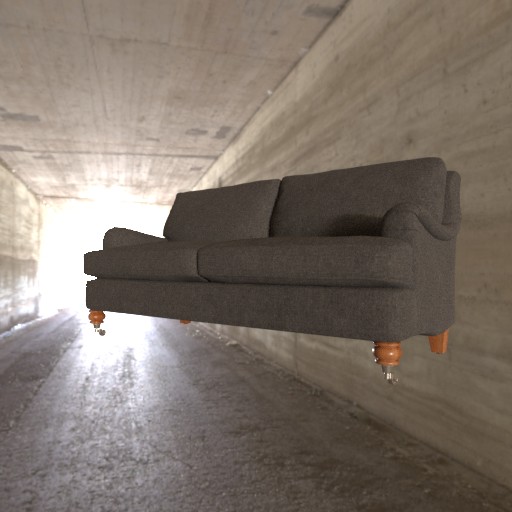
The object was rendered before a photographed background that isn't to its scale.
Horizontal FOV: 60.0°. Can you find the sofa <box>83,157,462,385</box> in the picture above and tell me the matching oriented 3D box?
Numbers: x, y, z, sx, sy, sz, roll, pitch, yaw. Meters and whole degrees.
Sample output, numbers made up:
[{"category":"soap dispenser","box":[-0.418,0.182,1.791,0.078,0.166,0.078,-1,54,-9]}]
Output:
[{"category":"sofa","box":[0.000,0.000,2.693,2.160,1.054,1.087,-1,-1,37]}]
